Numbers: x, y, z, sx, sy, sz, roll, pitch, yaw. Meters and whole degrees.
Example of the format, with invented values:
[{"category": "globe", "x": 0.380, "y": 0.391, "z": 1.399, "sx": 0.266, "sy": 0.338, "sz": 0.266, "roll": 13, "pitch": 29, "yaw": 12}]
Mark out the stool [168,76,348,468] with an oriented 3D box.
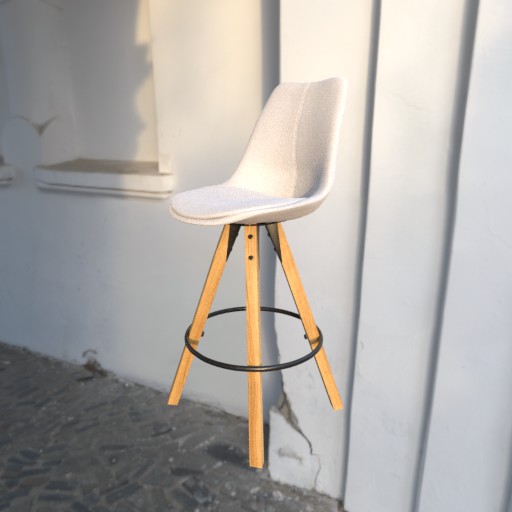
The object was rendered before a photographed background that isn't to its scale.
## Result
[{"category": "stool", "x": 0.000, "y": 0.000, "z": 1.448, "sx": 0.550, "sy": 1.115, "sz": 0.484, "roll": -15, "pitch": 22, "yaw": -43}]
